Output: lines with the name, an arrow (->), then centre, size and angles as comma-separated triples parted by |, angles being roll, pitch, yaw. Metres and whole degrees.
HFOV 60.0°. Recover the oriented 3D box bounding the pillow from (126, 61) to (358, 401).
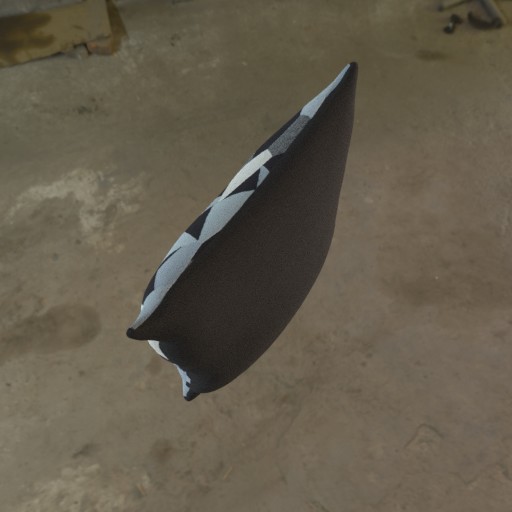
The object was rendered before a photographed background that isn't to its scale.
pillow -> 0.000, 0.000, 0.772 | 0.208, 0.496, 0.503 | 32, 68, 15
